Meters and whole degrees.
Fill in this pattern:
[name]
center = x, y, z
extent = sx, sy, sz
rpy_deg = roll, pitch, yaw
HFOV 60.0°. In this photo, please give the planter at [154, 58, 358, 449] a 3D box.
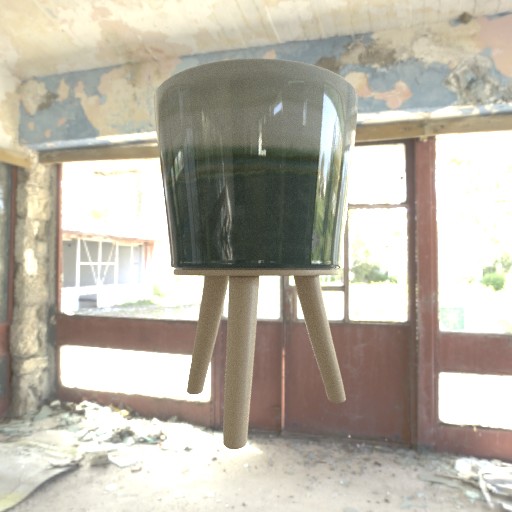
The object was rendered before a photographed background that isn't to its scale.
[planter]
center = 0.000, 0.000, 0.477
extent = 0.217, 0.331, 0.217
rpy_deg = 1, -2, -36
